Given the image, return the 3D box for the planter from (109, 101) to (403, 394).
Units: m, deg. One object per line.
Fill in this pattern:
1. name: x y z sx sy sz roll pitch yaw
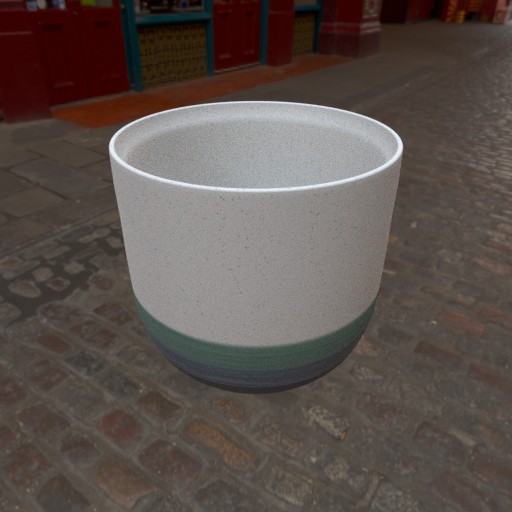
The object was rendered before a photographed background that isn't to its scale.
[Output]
1. planter: 0.000 0.000 0.486 0.268 0.270 0.268 0 32 0
